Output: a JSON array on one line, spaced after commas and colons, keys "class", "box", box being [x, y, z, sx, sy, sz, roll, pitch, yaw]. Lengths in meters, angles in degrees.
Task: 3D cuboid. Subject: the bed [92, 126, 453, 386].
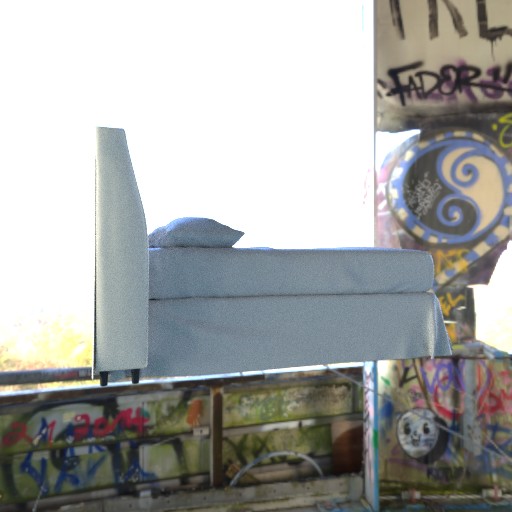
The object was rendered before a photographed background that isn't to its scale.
[{"class": "bed", "box": [0.000, 0.000, 3.424, 2.276, 1.332, 1.925, 0, 0, -17]}]
